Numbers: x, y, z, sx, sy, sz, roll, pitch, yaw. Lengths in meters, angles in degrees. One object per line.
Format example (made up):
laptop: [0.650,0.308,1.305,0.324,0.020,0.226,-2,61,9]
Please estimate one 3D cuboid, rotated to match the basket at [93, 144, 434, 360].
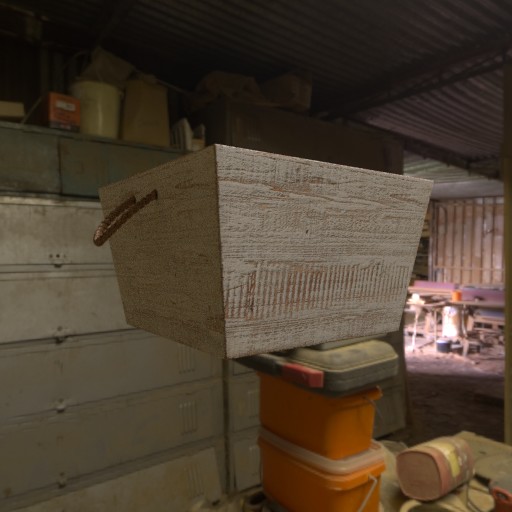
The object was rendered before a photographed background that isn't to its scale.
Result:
basket: [0.000,0.000,0.764,0.545,0.247,0.413,0,0,-36]
